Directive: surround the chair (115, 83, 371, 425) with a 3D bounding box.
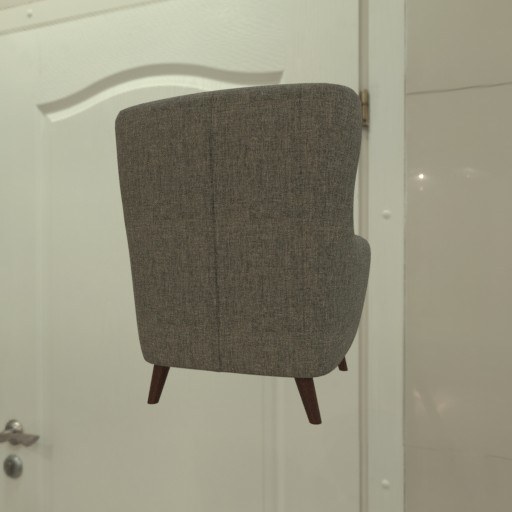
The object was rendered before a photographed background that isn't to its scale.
[{"bbox_3d":[0.000,0.000,1.786,0.878,1.063,0.904,0,0,19],"label":"chair"}]
